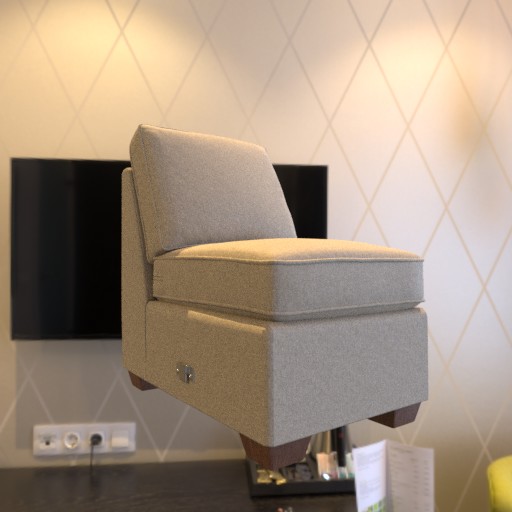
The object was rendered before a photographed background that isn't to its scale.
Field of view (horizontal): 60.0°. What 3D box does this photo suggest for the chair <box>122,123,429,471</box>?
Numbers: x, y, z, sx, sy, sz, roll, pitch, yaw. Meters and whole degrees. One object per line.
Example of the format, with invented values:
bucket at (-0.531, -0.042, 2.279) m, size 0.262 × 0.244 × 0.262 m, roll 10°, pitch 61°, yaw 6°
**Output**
chair at (0.000, 0.000, 1.618) m, size 0.674 × 1.058 × 1.020 m, roll 1°, pitch -1°, yaw -35°
